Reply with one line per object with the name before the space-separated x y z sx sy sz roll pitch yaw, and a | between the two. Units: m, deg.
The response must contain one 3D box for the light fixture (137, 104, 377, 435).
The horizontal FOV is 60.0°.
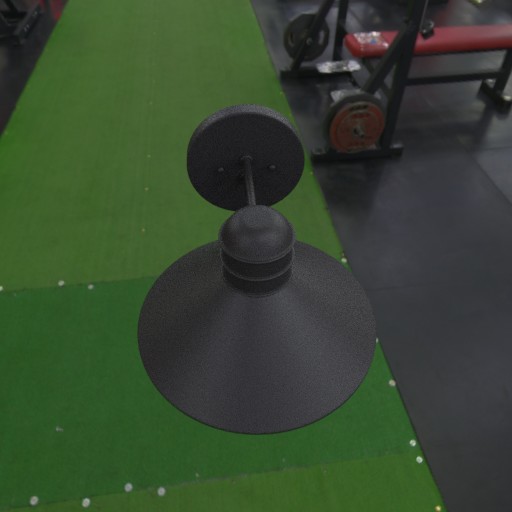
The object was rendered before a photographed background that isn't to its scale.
light fixture | 0.000 0.000 0.668 0.396 0.265 0.434 -4 46 -4
